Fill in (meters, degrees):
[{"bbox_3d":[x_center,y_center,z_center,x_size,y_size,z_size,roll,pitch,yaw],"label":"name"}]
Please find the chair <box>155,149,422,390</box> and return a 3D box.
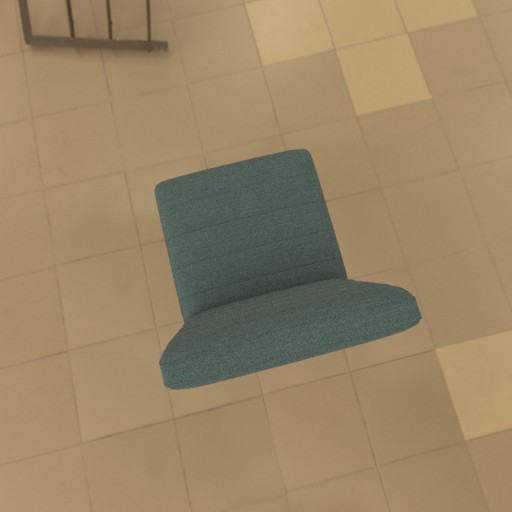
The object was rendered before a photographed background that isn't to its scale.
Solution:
[{"bbox_3d":[0.000,0.000,1.331,0.520,0.930,0.634,-14,77,-3],"label":"chair"}]
